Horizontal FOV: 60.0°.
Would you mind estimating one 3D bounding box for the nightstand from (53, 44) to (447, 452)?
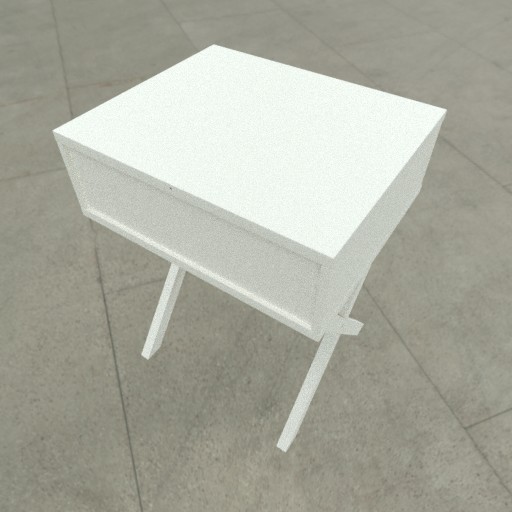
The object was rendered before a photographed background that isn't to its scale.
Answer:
[{"bbox_3d":[0.000,0.000,0.923,0.479,0.623,0.402,26,52,23],"label":"nightstand"}]
